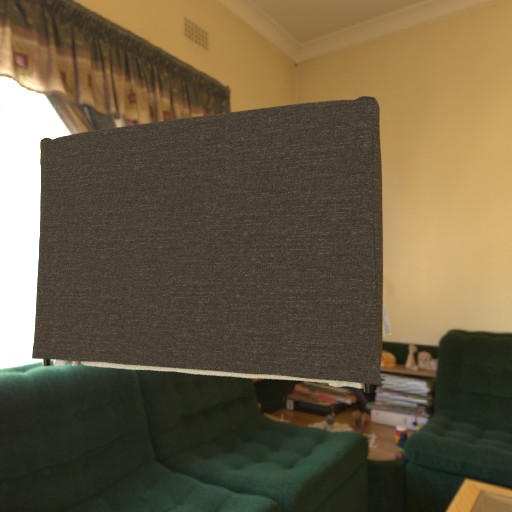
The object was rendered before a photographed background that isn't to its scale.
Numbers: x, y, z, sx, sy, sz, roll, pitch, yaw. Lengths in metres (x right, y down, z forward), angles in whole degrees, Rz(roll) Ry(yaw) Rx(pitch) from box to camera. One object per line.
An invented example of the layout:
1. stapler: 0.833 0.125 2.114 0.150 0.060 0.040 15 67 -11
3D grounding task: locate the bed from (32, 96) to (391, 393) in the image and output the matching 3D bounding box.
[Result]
1. bed: 0.000 0.000 3.297 1.925 1.332 2.276 -1 -3 19
